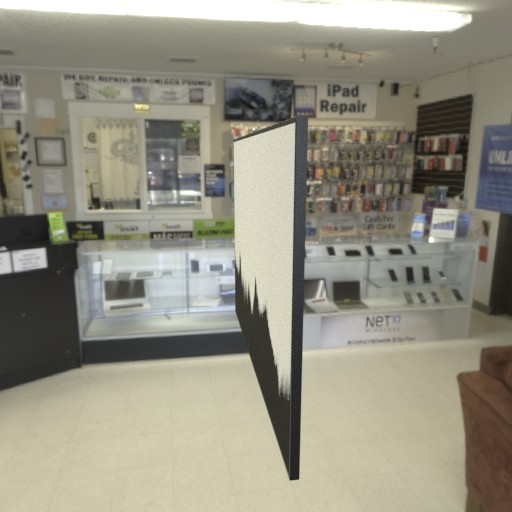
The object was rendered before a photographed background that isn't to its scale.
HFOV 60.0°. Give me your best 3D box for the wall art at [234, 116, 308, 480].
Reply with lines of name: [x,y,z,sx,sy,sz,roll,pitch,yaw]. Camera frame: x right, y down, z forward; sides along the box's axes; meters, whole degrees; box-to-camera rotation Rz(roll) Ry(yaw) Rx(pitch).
wall art: [0.000,0.000,1.230,0.019,0.660,0.957,-2,13,-9]
